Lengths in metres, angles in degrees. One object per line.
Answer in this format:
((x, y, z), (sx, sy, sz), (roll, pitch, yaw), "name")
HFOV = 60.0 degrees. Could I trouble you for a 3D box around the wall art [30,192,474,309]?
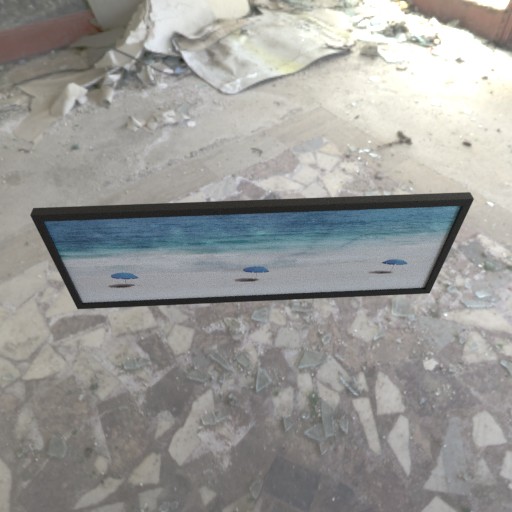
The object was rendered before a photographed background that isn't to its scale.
((0.000, 0.000, 1.785), (1.572, 0.554, 0.041), (-2, 47, -2), "wall art")
